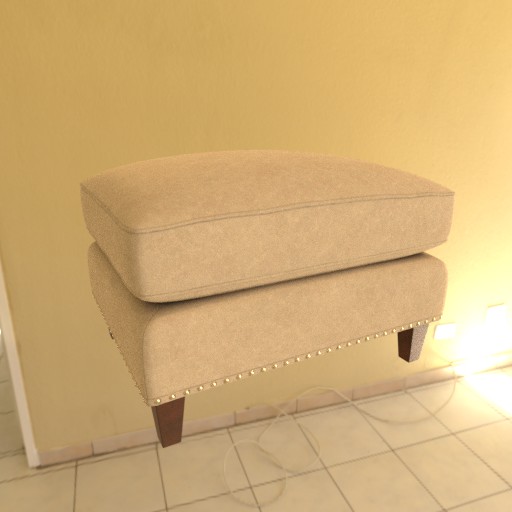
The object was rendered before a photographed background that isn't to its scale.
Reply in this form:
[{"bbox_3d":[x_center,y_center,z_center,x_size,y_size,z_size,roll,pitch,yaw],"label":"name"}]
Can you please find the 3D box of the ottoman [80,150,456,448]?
[{"bbox_3d":[0.000,0.000,1.120,0.741,0.513,0.584,-9,20,-27],"label":"ottoman"}]
